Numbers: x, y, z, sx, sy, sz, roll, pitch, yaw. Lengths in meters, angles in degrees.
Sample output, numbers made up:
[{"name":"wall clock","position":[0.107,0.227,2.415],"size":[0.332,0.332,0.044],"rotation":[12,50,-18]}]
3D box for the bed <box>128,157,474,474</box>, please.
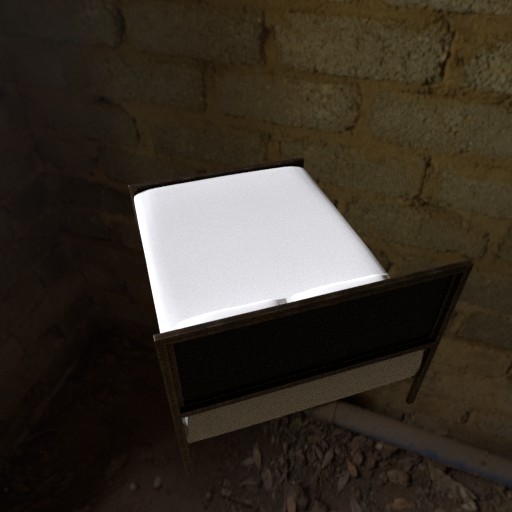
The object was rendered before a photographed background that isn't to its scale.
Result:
[{"name":"bed","position":[0.000,0.000,3.283],"size":[1.607,1.313,2.221],"rotation":[-12,42,-13]}]
